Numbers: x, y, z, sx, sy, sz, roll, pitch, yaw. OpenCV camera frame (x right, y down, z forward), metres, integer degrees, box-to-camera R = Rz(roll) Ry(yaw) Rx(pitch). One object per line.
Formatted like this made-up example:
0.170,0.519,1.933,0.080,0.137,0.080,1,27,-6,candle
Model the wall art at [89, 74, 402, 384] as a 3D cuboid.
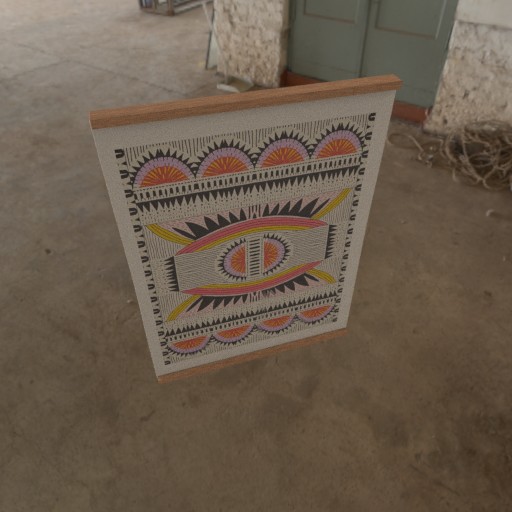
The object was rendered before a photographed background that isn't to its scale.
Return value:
0.000,0.000,0.828,0.456,0.609,0.028,-12,43,-13,wall art
